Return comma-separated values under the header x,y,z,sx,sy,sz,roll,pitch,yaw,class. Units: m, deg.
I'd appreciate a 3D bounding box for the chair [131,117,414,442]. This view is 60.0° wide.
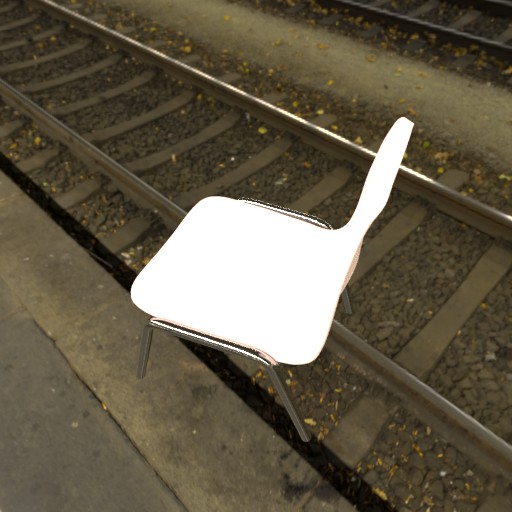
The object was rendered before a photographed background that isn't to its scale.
x,y,z,sx,sy,sz,roll,pitch,yaw,class
0.000,0.000,0.767,0.385,0.537,0.354,17,49,16,chair
